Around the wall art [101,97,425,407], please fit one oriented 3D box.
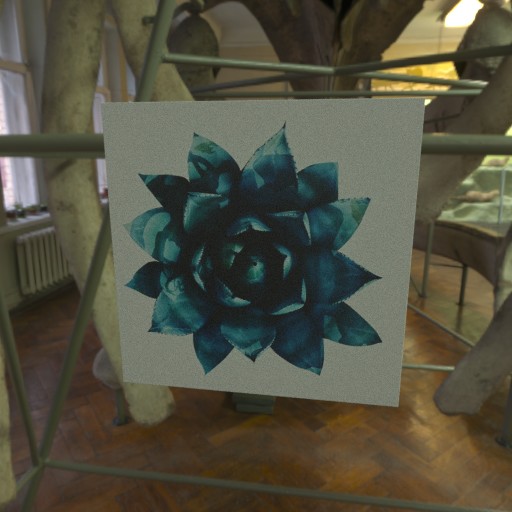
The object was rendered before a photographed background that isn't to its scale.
[{"bbox_3d":[0.000,0.000,0.616,0.406,0.406,0.038,2,14,9],"label":"wall art"}]
